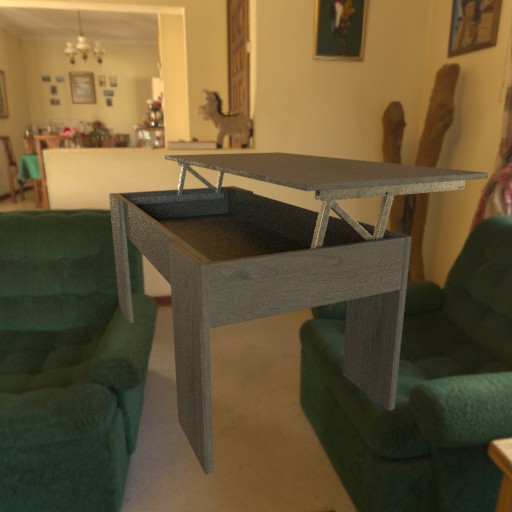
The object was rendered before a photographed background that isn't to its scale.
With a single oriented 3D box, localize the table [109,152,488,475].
[{"bbox_3d":[0.000,0.000,1.386,0.711,0.570,1.000,-8,18,-25],"label":"table"}]
